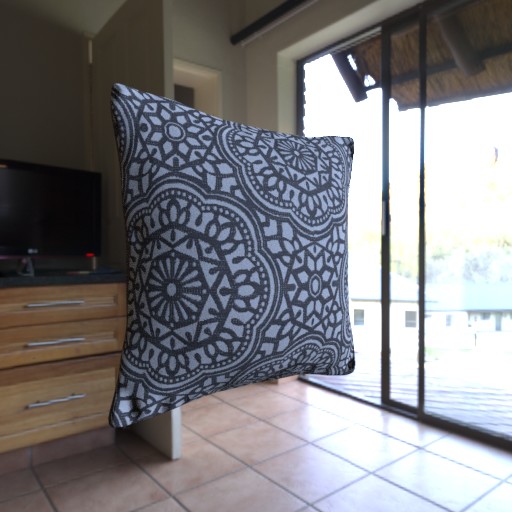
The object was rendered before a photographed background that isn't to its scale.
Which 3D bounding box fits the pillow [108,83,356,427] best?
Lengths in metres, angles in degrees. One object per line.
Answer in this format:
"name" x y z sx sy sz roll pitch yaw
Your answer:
"pillow" 0.000 0.000 0.658 0.436 0.417 0.148 0 0 -36
